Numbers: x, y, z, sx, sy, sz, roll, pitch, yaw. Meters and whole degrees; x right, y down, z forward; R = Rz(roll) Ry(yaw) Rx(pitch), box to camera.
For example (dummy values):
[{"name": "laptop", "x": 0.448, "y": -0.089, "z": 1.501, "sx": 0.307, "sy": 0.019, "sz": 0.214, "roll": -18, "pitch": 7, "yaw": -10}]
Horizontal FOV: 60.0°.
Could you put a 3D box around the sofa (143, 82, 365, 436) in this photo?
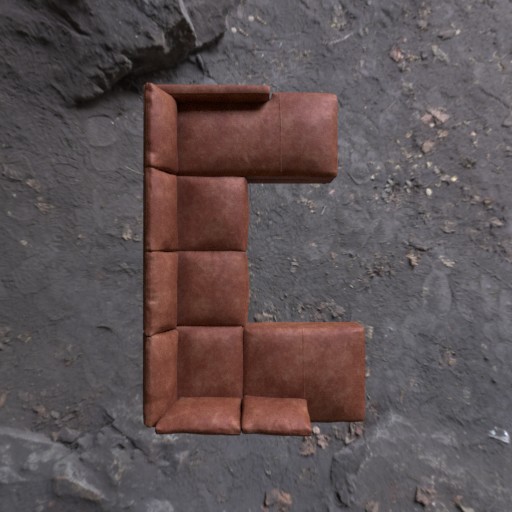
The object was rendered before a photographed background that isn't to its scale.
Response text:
[{"name": "sofa", "x": 0.000, "y": 0.000, "z": 3.982, "sx": 1.939, "sy": 0.900, "sz": 2.956, "roll": 0, "pitch": 90, "yaw": 0}]
